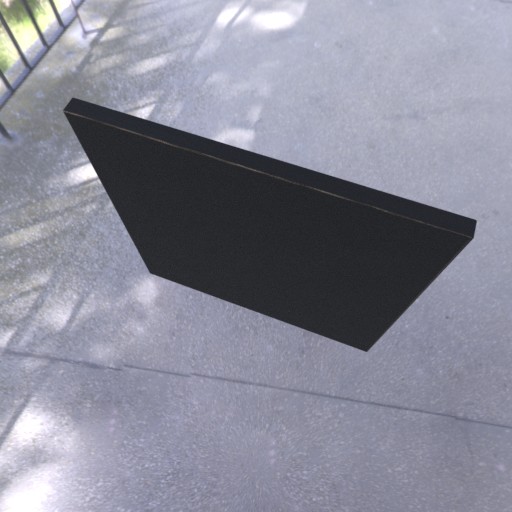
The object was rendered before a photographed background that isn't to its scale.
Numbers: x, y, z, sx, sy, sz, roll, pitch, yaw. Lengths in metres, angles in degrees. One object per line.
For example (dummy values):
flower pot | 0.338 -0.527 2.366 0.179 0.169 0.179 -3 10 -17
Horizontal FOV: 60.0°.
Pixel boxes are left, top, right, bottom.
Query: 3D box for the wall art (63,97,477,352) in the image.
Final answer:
wall art | 0.000 0.000 0.447 0.304 0.303 0.015 19 66 9
